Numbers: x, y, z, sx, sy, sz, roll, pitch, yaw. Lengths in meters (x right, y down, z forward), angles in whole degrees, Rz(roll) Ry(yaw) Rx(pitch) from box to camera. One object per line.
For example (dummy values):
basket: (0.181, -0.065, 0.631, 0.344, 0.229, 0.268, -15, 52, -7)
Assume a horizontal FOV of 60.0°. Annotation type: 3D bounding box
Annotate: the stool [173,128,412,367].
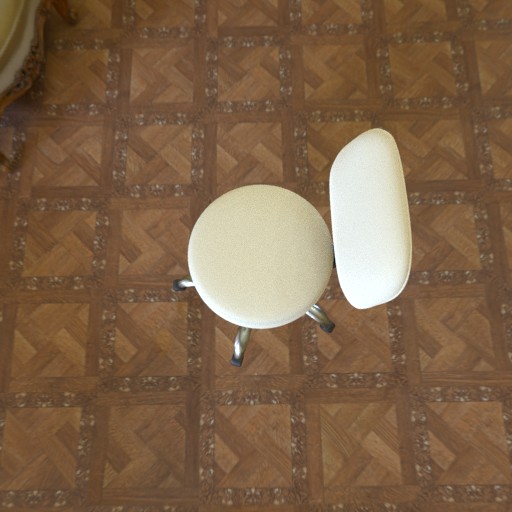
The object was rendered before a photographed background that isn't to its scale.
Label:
stool: (0.000, 0.000, 1.281, 0.616, 0.810, 0.609, -2, 75, -1)
